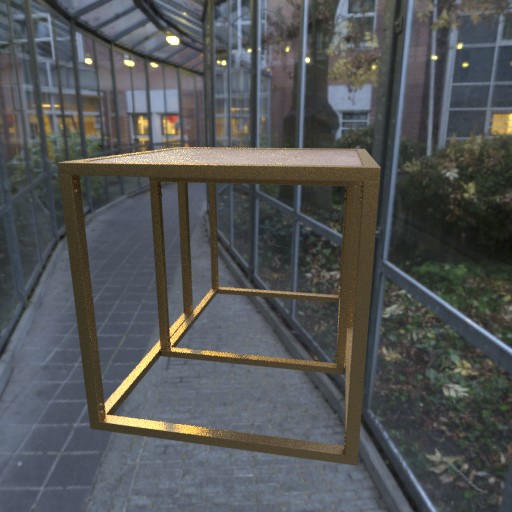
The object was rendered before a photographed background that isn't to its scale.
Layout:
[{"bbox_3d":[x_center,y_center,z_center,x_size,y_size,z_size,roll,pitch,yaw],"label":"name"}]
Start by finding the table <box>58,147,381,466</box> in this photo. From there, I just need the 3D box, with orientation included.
[{"bbox_3d":[0.000,0.000,1.094,0.505,0.505,0.762,3,17,10],"label":"table"}]
